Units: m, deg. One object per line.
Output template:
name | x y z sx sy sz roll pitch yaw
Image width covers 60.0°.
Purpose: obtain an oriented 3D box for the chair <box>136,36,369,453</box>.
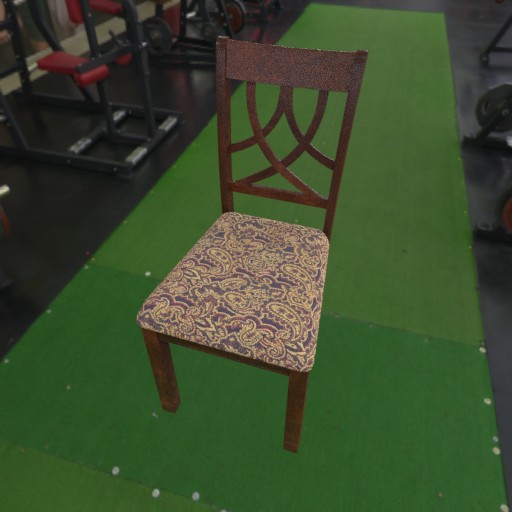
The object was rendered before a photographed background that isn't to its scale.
chair | 0.000 0.000 1.234 0.457 0.965 0.584 12 43 14
